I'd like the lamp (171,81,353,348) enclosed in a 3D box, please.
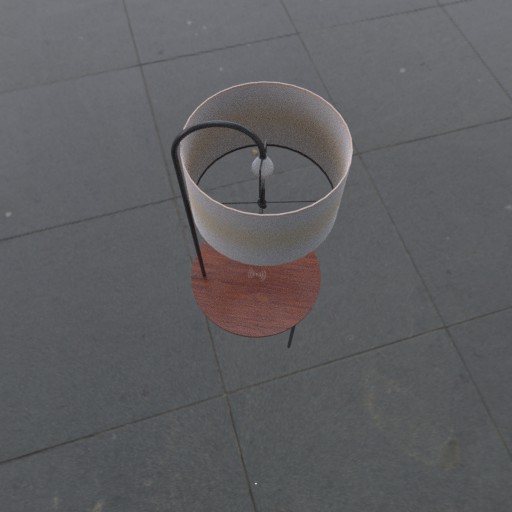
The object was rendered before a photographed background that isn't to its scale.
[{"bbox_3d":[0.000,0.000,1.807,0.573,1.517,0.573,0,63,0],"label":"lamp"}]
